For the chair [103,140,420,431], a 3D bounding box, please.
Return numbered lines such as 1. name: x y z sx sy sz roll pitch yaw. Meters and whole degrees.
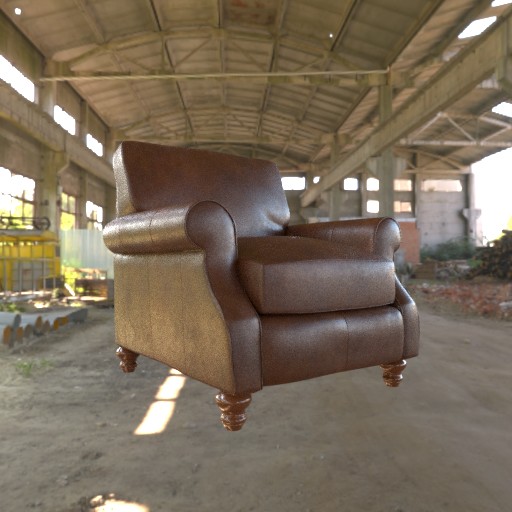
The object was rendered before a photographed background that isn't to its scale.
1. chair: 0.000 0.000 1.759 0.989 0.972 0.992 1 -1 -37
